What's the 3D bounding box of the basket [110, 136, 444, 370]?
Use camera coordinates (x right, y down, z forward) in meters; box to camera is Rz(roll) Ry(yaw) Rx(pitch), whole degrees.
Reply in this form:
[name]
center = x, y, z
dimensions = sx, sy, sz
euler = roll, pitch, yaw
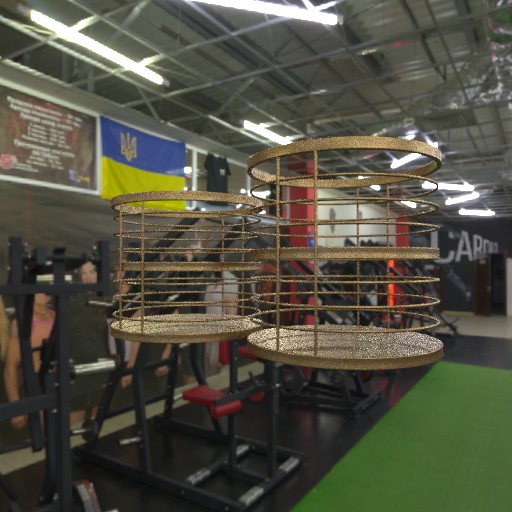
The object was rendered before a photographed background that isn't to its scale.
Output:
[basket]
center = 0.000, 0.000, 0.950
dimensions = 0.746, 0.351, 0.356
euler = -1, -1, 35
